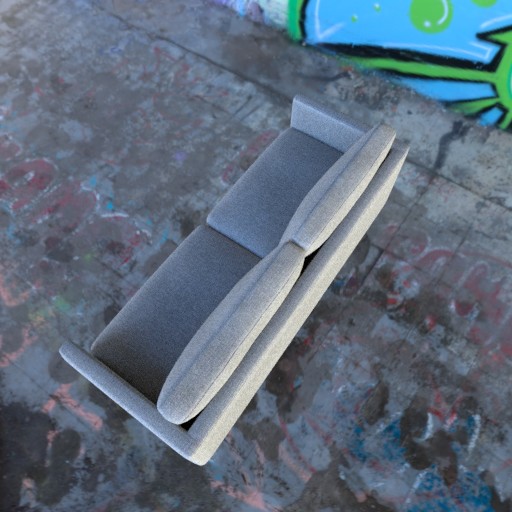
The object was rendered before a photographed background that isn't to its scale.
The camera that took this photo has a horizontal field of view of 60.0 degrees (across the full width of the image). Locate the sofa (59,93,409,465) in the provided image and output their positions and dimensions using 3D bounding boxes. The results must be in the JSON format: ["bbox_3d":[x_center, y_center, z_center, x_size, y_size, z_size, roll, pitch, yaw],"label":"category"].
[{"bbox_3d":[0.000,0.000,2.942,0.948,0.951,2.434,32,66,16],"label":"sofa"}]
